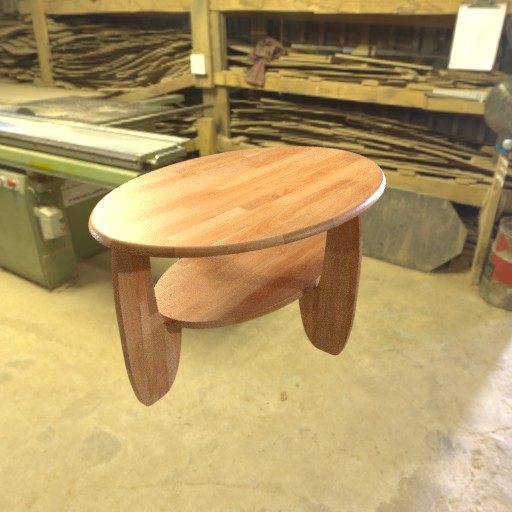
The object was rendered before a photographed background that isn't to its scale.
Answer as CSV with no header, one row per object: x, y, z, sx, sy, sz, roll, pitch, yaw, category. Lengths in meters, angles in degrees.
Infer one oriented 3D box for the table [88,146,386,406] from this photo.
0.000,0.000,1.400,0.690,0.490,1.040,18,32,32,table
